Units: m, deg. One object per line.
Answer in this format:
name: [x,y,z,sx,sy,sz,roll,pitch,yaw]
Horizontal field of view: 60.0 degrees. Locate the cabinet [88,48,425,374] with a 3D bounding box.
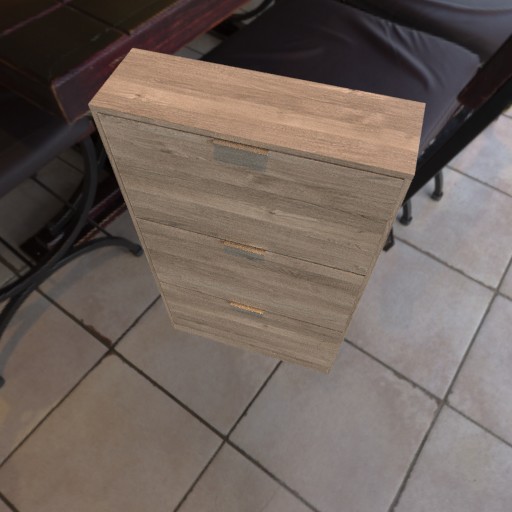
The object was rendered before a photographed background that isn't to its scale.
cabinet: [0.000,0.000,1.565,0.750,1.280,0.250,15,58,9]
